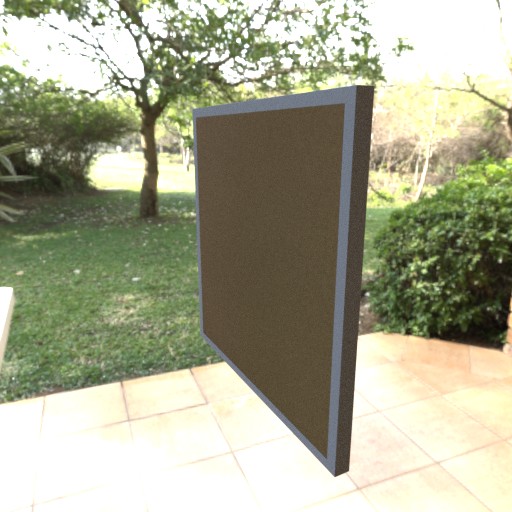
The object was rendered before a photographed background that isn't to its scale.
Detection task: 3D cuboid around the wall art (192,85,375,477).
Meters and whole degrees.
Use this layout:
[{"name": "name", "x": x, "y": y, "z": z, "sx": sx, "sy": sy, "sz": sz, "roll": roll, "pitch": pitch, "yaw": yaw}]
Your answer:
[{"name": "wall art", "x": 0.000, "y": 0.000, "z": 1.149, "sx": 0.038, "sy": 0.761, "sz": 0.763, "roll": -8, "pitch": 17, "yaw": -27}]
